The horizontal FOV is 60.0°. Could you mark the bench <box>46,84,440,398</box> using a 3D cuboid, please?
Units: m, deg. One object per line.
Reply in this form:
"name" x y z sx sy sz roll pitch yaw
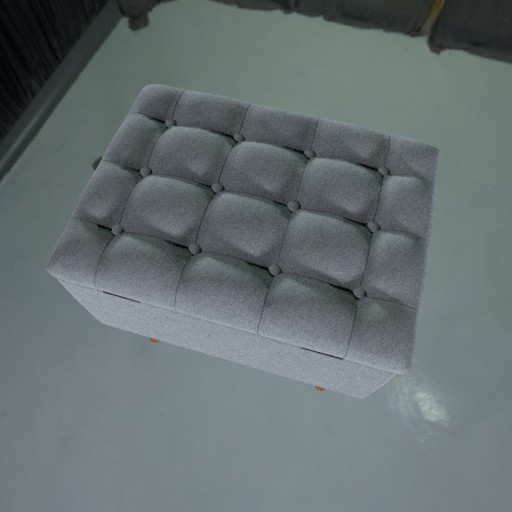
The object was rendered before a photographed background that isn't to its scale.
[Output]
"bench" 0.000 0.000 0.911 0.572 0.469 0.417 15 65 7
